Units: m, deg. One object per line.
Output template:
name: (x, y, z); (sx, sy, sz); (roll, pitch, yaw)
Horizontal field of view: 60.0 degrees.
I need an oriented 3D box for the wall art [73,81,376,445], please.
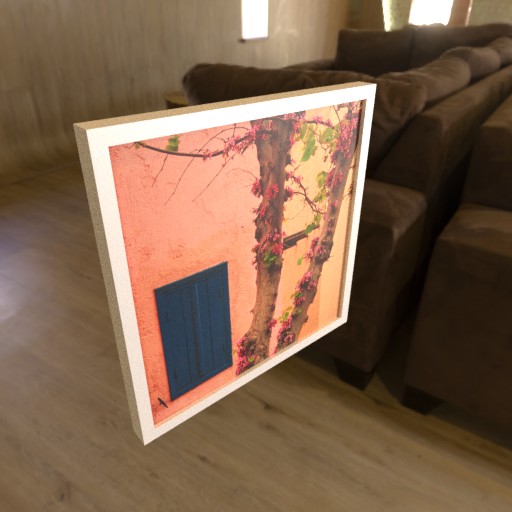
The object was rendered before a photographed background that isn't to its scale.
wall art: (0.000, 0.000, 0.753); (0.507, 0.508, 0.038); (-22, 36, -34)
